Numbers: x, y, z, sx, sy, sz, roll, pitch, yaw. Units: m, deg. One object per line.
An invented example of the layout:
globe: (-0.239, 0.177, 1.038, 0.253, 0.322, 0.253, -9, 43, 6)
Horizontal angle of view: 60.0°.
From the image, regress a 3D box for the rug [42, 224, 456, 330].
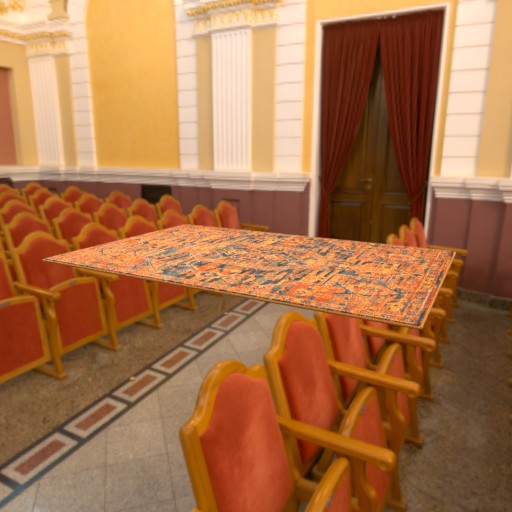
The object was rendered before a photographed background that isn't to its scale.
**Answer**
rug: (0.000, 0.000, 1.096, 0.863, 0.008, 0.557, 7, 16, 28)
